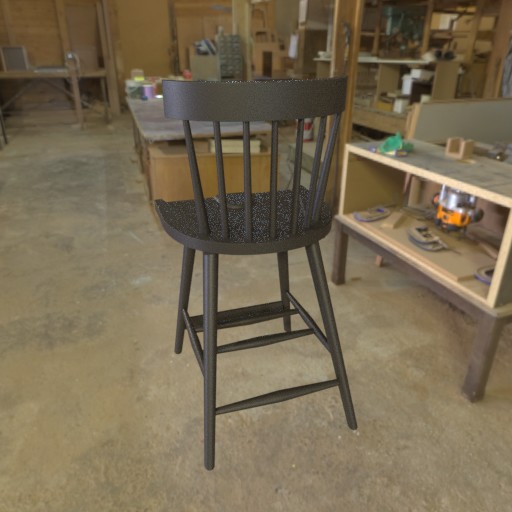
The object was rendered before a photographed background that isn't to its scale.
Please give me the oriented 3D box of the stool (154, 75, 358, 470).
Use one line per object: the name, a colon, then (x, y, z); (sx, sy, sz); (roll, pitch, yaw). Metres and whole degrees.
stool: (0.000, 0.000, 1.269); (0.494, 0.953, 0.549); (-8, 27, -16)
